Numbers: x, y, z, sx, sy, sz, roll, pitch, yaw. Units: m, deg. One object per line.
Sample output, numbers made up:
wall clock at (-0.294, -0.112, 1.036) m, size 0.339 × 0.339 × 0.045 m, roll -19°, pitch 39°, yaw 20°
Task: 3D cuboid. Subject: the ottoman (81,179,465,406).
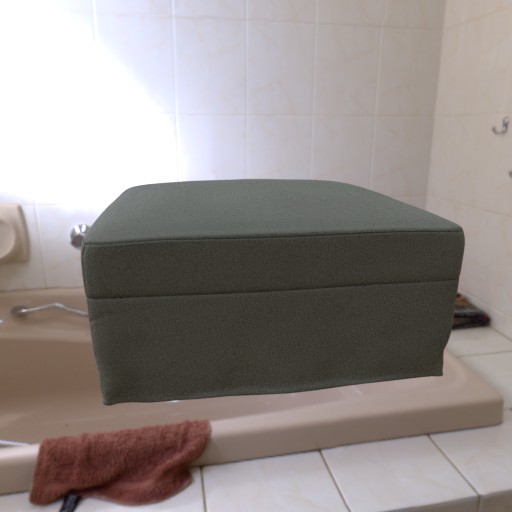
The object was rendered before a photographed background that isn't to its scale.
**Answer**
ottoman at (0.000, 0.000, 1.344) m, size 0.843 × 0.441 × 0.842 m, roll -2°, pitch 16°, yaw -8°
